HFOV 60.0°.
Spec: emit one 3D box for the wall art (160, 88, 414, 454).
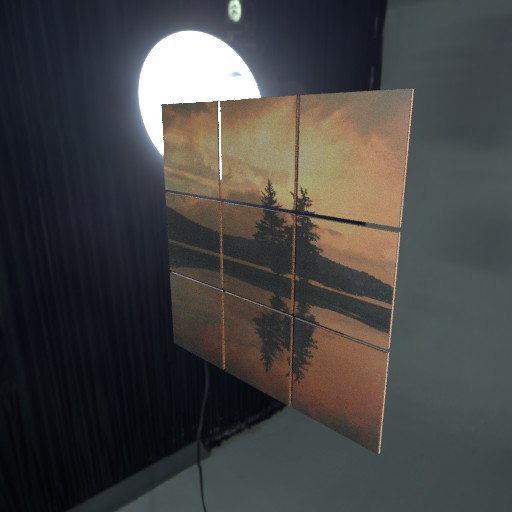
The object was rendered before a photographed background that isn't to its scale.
[{"bbox_3d":[0.000,0.000,1.810,1.216,1.218,0.013,15,22,42],"label":"wall art"}]
